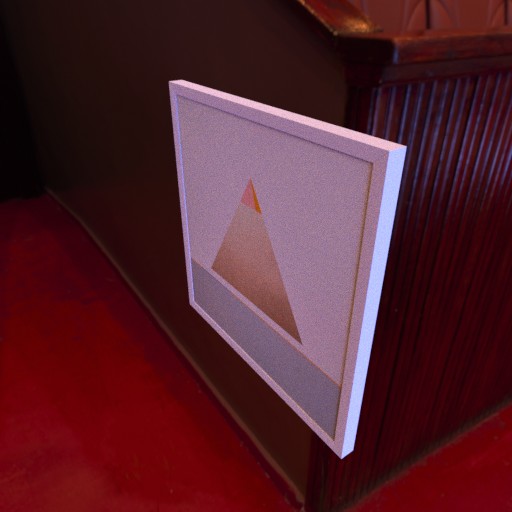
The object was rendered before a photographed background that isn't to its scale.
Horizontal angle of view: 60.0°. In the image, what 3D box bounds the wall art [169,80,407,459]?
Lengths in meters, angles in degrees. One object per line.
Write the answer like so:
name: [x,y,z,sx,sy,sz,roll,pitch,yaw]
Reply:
wall art: [0.000,0.000,1.161,0.041,0.765,0.768,-20,36,-30]
